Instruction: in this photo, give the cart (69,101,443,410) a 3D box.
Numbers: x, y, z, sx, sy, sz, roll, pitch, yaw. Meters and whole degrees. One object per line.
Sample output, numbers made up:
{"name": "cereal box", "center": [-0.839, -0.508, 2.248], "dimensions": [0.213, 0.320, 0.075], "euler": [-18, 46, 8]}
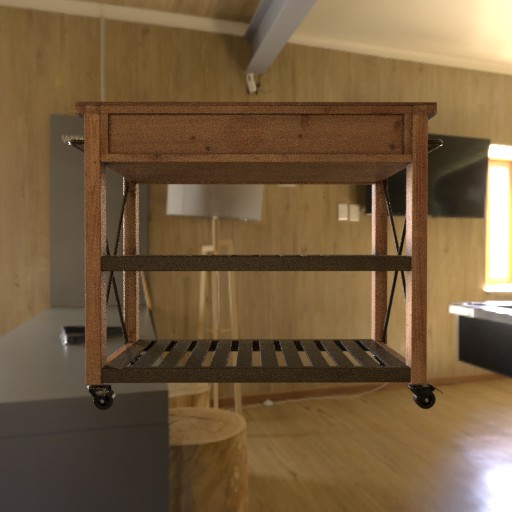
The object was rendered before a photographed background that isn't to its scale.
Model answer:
{"name": "cart", "center": [0.000, 0.000, 0.942], "dimensions": [0.686, 0.554, 0.298], "euler": [0, 1, 0]}
